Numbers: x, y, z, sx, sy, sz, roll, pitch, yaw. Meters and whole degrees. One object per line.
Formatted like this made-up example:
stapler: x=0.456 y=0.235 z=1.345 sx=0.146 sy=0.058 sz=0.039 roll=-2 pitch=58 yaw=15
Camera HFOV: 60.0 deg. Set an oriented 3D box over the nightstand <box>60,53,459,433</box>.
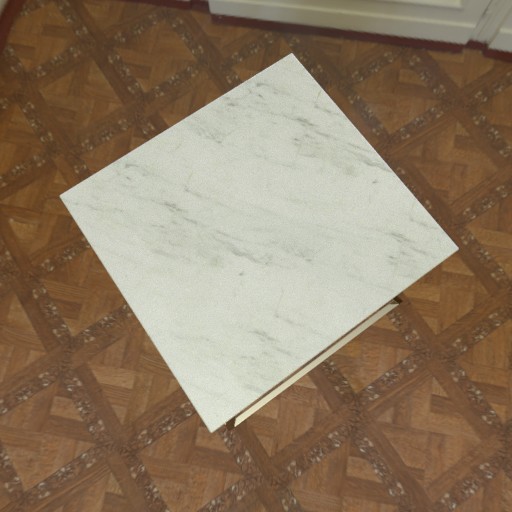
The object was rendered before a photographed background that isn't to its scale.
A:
nightstand: x=0.000 y=0.000 z=0.899 sx=0.513 sy=0.426 sz=0.514 roll=-34 pitch=78 yaw=-8
